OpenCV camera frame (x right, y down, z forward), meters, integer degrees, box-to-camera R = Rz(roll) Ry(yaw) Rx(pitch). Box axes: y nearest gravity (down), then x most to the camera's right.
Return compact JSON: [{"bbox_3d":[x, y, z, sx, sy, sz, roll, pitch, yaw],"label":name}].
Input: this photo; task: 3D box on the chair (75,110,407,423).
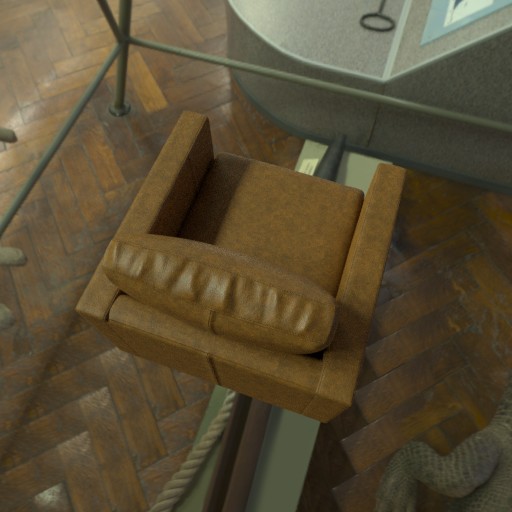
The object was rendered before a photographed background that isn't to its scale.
[{"bbox_3d":[0.000,0.000,1.687,0.890,0.956,0.909,17,65,8],"label":"chair"}]
